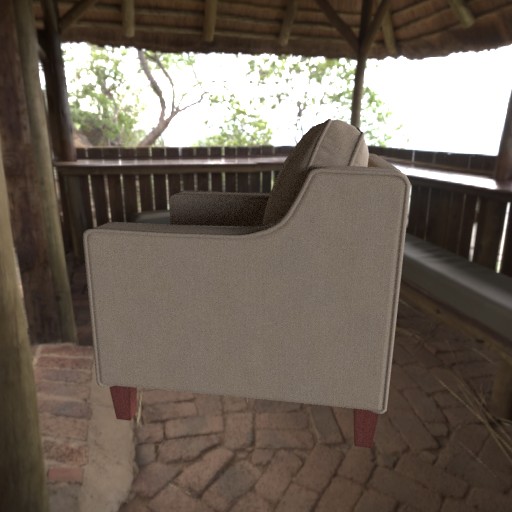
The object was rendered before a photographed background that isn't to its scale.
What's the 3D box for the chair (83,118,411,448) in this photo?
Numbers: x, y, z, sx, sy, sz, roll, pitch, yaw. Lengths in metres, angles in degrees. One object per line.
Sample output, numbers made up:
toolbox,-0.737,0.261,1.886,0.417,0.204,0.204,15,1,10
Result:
chair,0.000,0.000,1.634,0.909,0.960,0.831,3,16,9
